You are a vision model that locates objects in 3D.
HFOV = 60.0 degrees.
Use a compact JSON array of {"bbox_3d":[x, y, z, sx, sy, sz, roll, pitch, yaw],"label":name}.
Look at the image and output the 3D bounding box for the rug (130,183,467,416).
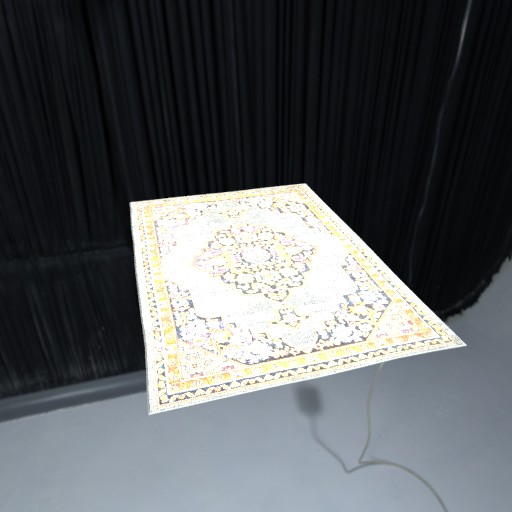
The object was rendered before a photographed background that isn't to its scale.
[{"bbox_3d":[0.000,0.000,3.845,2.043,0.026,2.901,-8,32,-13],"label":"rug"}]
